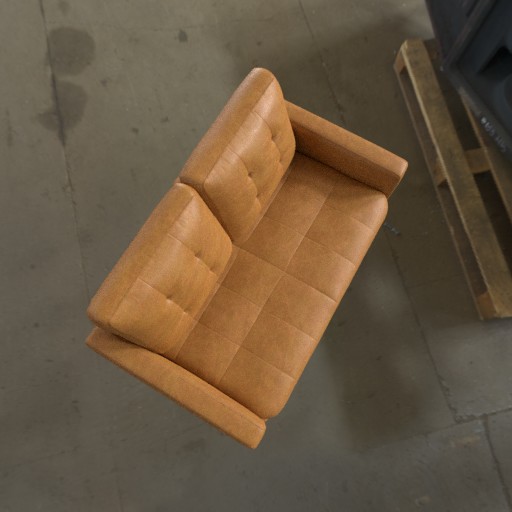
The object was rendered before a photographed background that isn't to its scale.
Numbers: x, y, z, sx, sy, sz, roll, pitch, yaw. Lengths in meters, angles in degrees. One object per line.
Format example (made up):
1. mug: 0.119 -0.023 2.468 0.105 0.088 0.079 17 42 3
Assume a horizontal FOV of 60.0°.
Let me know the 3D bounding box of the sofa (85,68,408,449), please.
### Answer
1. sofa: 0.000 0.000 2.023 0.868 0.898 1.430 29 76 8
